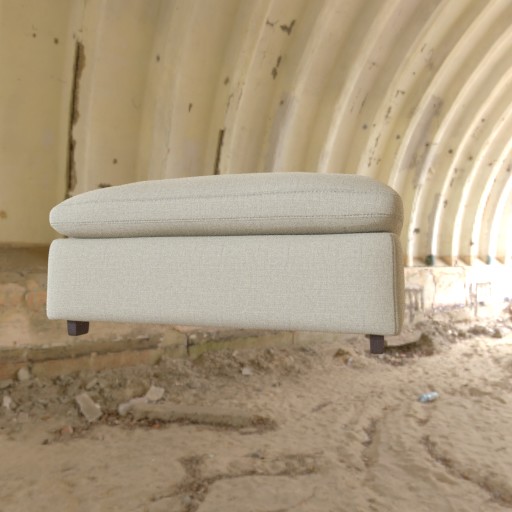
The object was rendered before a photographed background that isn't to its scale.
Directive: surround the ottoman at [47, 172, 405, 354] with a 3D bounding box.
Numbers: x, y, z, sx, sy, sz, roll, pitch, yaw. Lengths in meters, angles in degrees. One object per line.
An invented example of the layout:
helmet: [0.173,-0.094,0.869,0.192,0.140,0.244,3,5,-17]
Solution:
ottoman: [0.000,0.000,1.551,0.977,0.467,0.996,0,-1,17]
